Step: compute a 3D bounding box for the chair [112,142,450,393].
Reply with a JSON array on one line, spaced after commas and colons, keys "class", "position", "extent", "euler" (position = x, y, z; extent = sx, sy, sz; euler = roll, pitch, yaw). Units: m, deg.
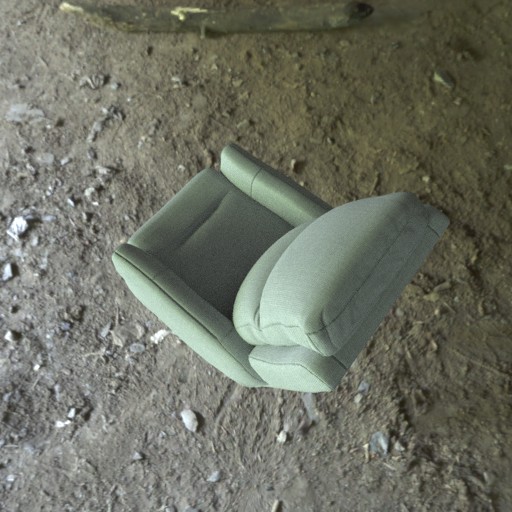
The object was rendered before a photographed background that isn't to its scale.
[{"class": "chair", "position": [0.000, 0.000, 1.810], "extent": [1.080, 1.030, 0.829], "euler": [35, 68, 16]}]
